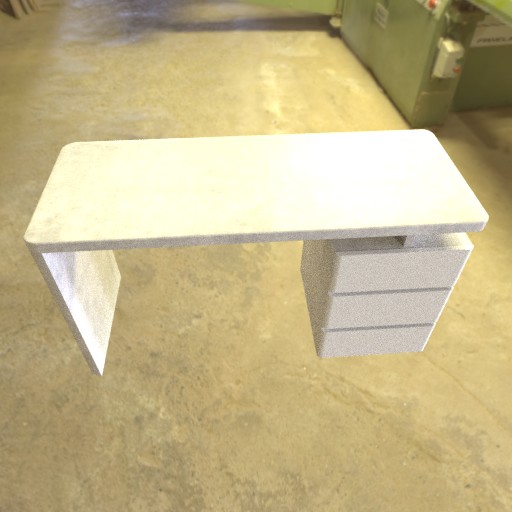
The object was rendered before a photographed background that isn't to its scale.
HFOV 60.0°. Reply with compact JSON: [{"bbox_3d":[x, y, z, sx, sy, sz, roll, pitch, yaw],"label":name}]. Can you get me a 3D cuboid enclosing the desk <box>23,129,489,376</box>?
[{"bbox_3d":[0.000,0.000,1.765,1.400,0.755,0.550,-3,46,-3],"label":"desk"}]
